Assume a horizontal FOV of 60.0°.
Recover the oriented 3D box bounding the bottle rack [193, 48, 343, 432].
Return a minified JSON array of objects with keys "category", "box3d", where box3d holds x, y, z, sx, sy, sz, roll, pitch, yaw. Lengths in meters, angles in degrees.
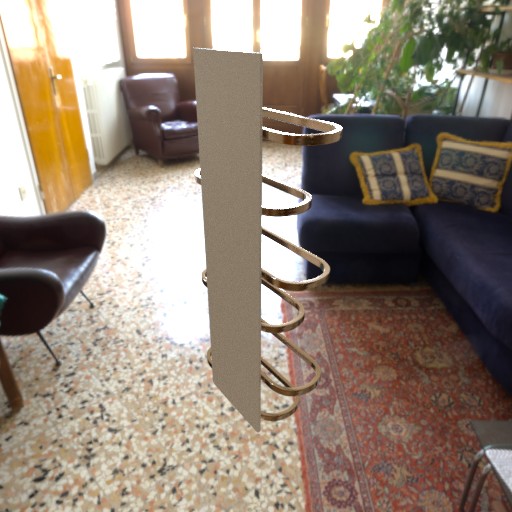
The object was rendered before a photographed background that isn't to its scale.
[{"category":"bottle rack","box3d":[0.000,0.000,0.837,0.118,0.709,0.332,-18,33,-31]}]
